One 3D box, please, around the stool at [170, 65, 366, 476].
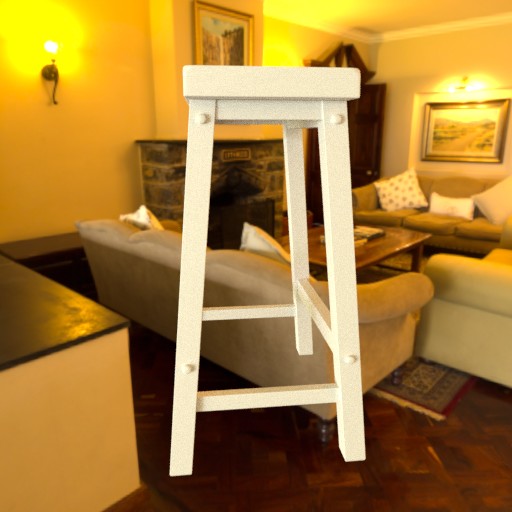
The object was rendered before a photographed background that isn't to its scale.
[{"bbox_3d":[0.000,0.000,0.836,0.322,0.610,0.406,-2,15,-6],"label":"stool"}]
